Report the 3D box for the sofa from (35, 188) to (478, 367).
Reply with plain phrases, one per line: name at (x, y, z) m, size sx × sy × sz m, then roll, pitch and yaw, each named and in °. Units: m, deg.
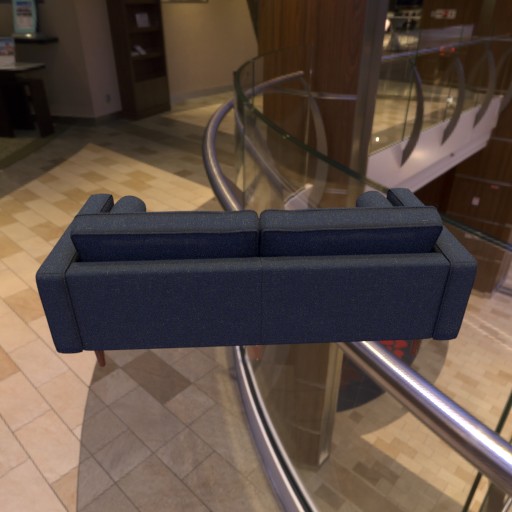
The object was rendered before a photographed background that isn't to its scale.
sofa at (0.000, 0.000, 2.333) m, size 1.880 × 0.762 × 0.914 m, roll -2°, pitch 30°, yaw -3°
